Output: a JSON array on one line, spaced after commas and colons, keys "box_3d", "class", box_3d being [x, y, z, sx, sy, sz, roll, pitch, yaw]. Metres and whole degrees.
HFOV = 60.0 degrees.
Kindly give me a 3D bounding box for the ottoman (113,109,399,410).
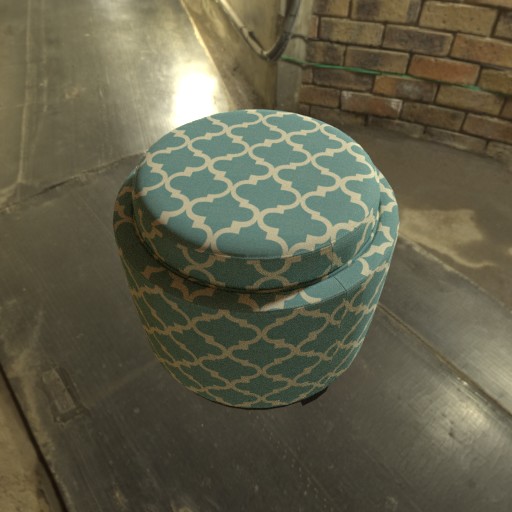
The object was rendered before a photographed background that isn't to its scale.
[{"box_3d": [0.000, 0.000, 0.850, 0.480, 0.429, 0.480, 0, 47, 0], "class": "ottoman"}]
